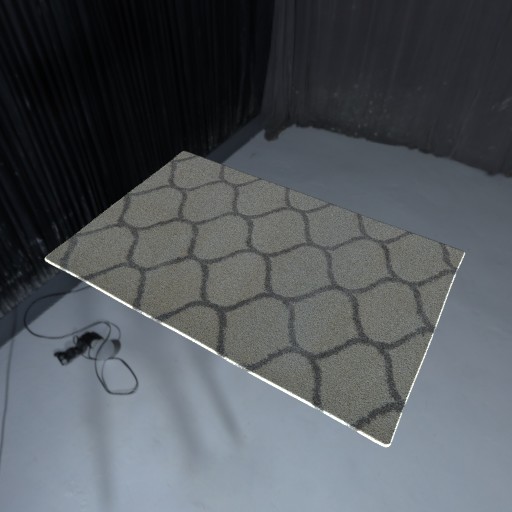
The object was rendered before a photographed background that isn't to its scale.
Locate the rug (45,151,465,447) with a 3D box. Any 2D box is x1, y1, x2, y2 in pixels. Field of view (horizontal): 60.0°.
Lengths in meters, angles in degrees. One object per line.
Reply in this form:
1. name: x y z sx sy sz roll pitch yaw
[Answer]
1. rug: 0.000 0.000 2.926 2.348 0.024 1.501 24 50 21
